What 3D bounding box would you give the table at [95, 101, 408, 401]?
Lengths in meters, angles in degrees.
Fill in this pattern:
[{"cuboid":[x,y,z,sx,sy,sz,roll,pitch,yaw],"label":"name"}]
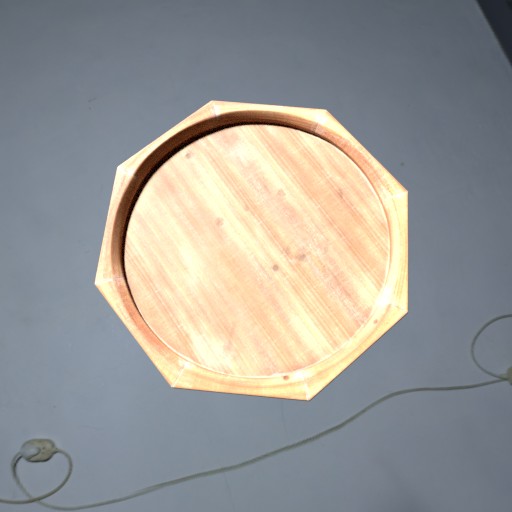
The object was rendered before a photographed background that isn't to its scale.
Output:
[{"cuboid":[0.000,0.000,1.565,1.002,0.444,1.002,0,74,0],"label":"table"}]
